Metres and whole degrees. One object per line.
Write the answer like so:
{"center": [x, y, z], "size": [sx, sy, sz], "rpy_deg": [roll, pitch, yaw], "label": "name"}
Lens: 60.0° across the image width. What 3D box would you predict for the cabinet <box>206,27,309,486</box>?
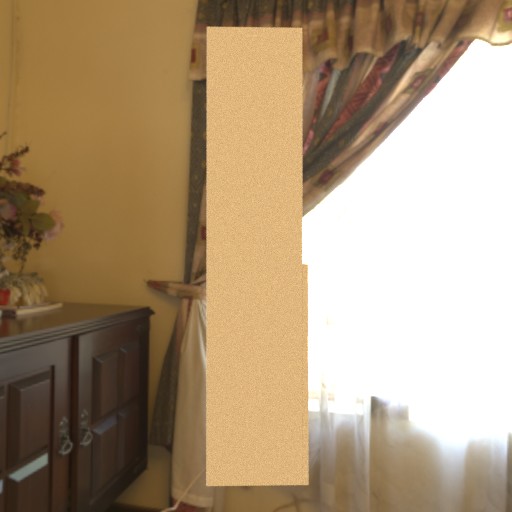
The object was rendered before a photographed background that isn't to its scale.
{"center": [0.000, 0.000, 1.505], "size": [0.300, 1.350, 0.400], "rpy_deg": [0, -1, -1], "label": "cabinet"}
